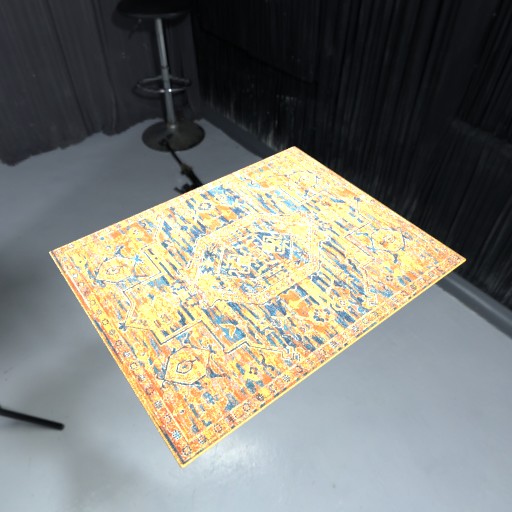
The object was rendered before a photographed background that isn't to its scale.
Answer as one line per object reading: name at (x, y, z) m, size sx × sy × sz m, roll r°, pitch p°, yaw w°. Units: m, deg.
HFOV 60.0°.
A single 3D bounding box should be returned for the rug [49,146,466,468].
rug at (0.000, 0.000, 4.134) m, size 3.040 × 0.031 × 2.435 m, roll -29°, pitch 52°, yaw -25°
